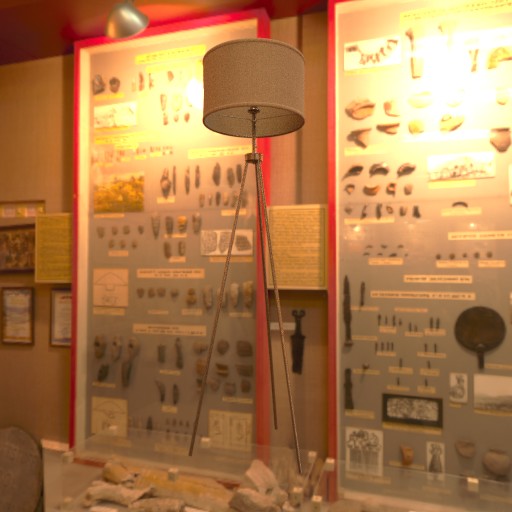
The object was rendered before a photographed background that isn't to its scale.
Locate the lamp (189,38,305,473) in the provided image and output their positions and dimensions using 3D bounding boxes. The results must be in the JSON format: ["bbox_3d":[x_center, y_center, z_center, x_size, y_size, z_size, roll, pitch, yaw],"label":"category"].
[{"bbox_3d":[0.000,0.000,1.790,0.449,1.545,0.460,0,-1,19],"label":"lamp"}]
